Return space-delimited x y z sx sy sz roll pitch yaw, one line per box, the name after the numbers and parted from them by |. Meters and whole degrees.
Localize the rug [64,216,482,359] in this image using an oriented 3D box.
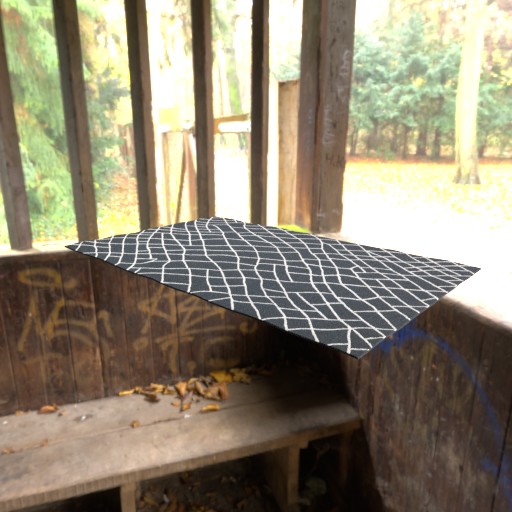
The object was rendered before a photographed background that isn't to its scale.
0.000 0.000 3.020 2.448 0.017 1.529 14 22 40 | rug
